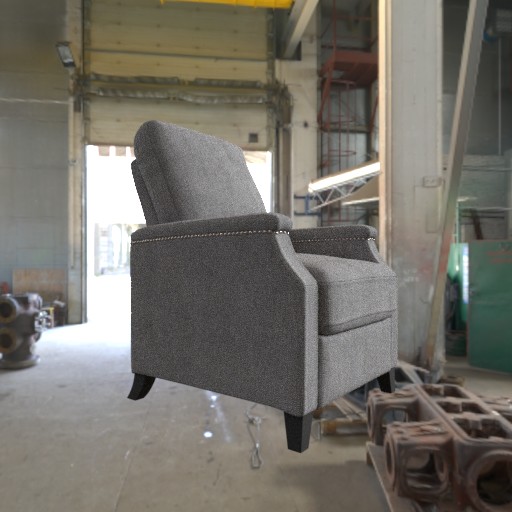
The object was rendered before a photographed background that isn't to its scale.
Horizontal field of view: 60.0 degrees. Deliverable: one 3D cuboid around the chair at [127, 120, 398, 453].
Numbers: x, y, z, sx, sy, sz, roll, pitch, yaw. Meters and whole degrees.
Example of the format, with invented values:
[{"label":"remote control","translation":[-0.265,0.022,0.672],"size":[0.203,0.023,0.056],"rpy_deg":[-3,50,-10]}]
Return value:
[{"label":"chair","translation":[0.000,0.000,1.697],"size":[0.922,1.049,0.710],"rpy_deg":[0,0,38]}]
